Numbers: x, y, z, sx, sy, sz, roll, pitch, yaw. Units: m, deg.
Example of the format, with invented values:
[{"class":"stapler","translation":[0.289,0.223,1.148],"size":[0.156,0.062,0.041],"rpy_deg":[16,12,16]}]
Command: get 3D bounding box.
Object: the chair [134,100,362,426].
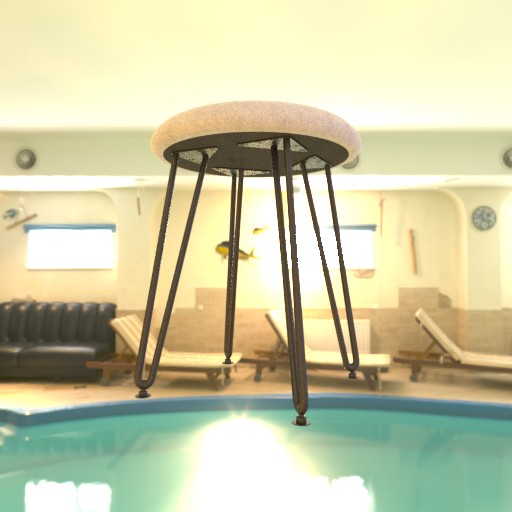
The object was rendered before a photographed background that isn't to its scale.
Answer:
[{"class":"chair","translation":[0.000,0.000,0.662],"size":[0.350,0.386,0.350],"rpy_deg":[0,-1,-18]}]
